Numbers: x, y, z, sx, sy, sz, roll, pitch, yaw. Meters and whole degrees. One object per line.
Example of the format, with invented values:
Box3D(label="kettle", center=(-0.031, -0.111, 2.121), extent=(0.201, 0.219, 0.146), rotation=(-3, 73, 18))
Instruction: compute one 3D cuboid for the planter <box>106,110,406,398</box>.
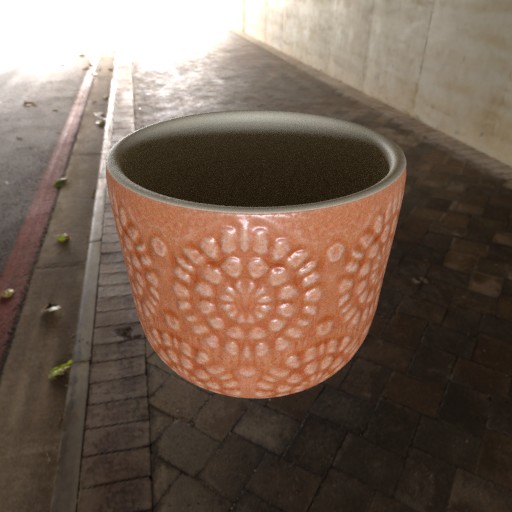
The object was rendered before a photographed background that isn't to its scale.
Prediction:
Box3D(label="planter", center=(0.000, 0.000, 0.216), extent=(0.124, 0.109, 0.124), rotation=(0, 32, 0))
